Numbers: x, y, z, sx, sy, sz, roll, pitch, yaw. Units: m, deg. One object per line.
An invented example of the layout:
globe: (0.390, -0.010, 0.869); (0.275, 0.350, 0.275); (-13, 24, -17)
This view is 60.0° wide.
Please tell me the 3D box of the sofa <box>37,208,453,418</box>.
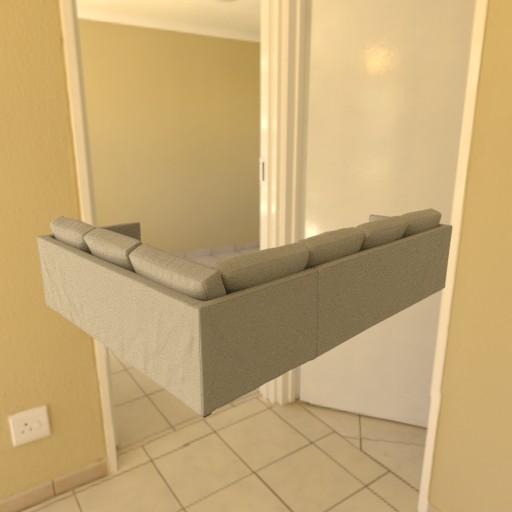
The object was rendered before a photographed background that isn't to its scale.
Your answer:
sofa: (0.000, 0.000, 4.290); (3.182, 0.871, 2.432); (-15, 21, -42)
